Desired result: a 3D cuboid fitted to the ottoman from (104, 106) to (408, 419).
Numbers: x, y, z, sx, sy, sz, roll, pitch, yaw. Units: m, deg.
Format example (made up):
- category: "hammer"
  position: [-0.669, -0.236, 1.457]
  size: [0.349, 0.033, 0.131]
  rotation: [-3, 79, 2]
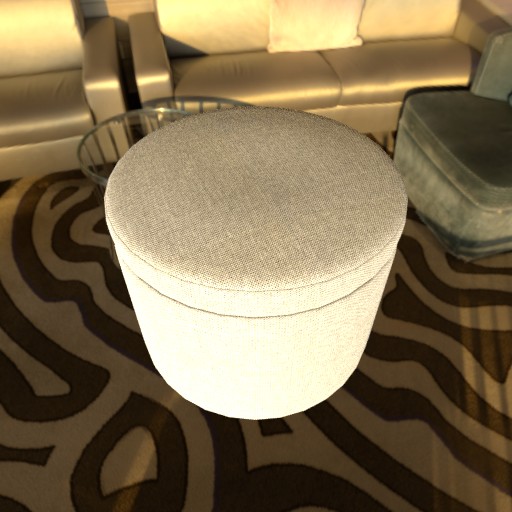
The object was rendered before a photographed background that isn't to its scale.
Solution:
- category: "ottoman"
  position: [0.000, 0.000, 0.877]
  size: [0.500, 0.419, 0.500]
  rotation: [0, 46, 0]
